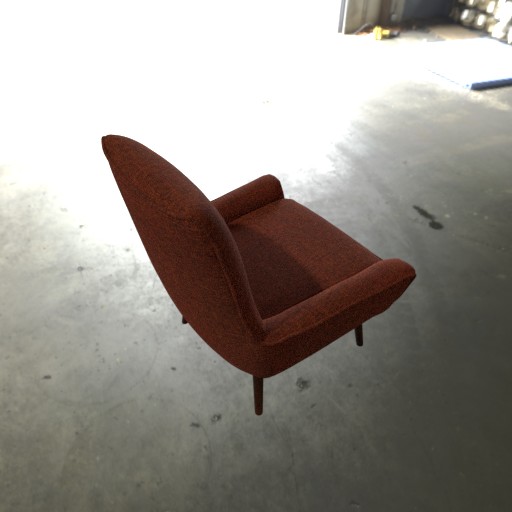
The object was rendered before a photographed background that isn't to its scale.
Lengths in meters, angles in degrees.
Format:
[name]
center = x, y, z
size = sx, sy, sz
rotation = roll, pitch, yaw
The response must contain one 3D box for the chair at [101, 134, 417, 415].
[chair]
center = 0.000, 0.000, 1.537
size = 0.784, 0.911, 0.803
rotation = -25, 46, -27
